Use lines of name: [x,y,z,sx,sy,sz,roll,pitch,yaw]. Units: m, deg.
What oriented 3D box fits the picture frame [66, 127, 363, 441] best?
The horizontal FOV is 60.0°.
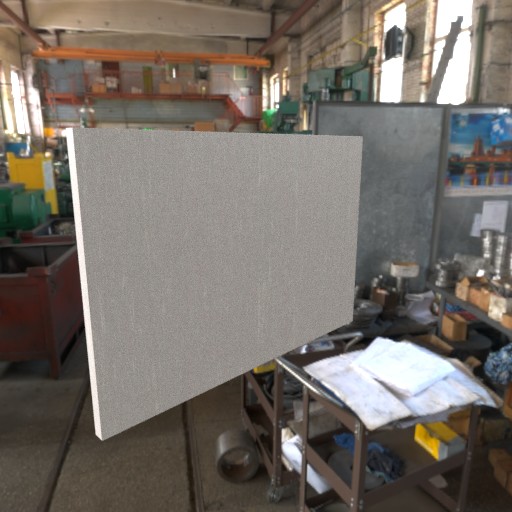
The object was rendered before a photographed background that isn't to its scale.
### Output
picture frame: [0.000,0.000,1.200,0.950,0.640,0.029,-13,19,-43]
